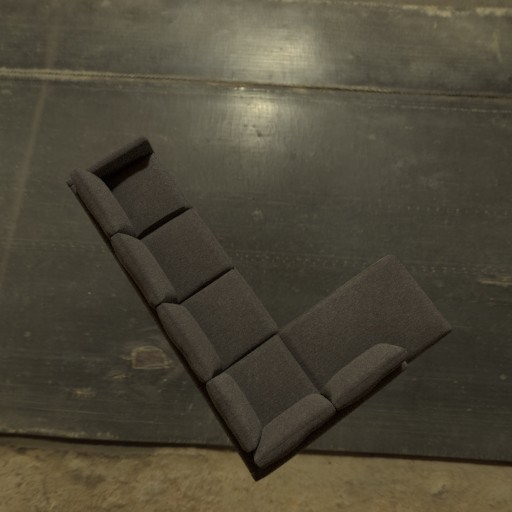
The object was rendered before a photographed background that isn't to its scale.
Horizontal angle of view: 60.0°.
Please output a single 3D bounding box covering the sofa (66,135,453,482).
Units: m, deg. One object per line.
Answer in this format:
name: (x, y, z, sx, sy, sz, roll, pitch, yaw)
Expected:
sofa: (0.000, 0.000, 3.848, 2.007, 0.815, 2.949, -34, 78, -8)
